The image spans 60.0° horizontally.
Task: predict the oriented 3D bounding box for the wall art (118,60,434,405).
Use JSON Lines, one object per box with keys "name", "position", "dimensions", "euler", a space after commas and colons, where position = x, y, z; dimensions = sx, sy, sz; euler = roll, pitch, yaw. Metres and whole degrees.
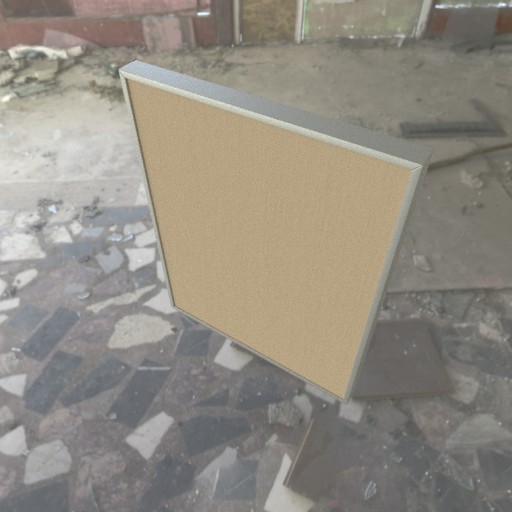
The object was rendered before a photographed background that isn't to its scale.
{"name": "wall art", "position": [0.000, 0.000, 0.761], "dimensions": [0.445, 0.553, 0.039], "euler": [25, 51, 22]}
